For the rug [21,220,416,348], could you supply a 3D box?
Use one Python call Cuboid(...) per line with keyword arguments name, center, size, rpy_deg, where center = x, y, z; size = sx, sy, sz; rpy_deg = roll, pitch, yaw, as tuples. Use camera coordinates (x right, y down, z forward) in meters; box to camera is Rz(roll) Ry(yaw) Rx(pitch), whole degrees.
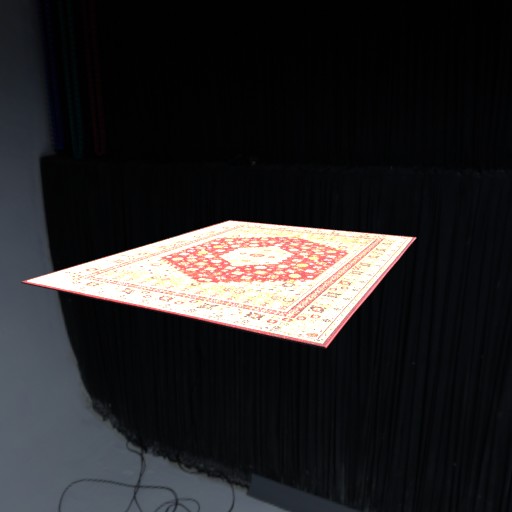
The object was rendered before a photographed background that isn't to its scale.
Cuboid(name="rug", center=(0.000, 0.000, 4.102), size=(2.387, 0.013, 3.053), rpy_deg=(7, 16, 27))
